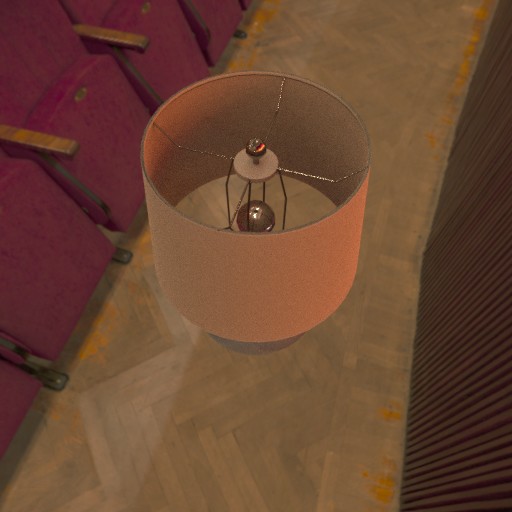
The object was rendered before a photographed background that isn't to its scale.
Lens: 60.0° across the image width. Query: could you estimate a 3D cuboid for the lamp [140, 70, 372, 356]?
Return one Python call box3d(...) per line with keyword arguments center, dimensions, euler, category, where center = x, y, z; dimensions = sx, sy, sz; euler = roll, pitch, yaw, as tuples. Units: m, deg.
box3d(center=(0.000, 0.000, 0.560), dimensions=(0.247, 0.387, 0.247), euler=(0, 58, 0), category="lamp")
